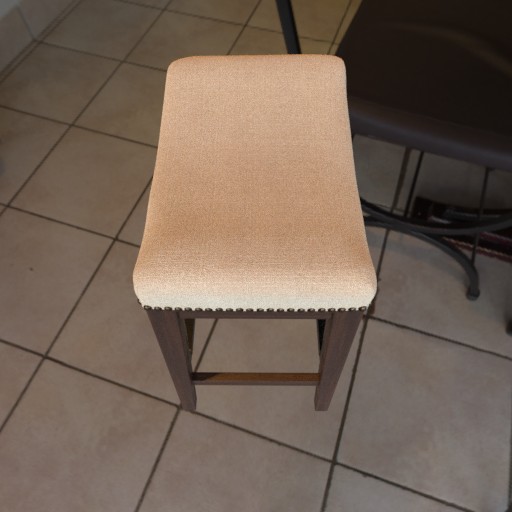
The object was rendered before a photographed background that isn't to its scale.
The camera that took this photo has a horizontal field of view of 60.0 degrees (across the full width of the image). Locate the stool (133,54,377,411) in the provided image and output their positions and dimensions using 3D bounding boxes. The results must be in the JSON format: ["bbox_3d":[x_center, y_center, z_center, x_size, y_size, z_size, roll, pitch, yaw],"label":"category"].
[{"bbox_3d":[0.000,0.000,0.967,0.363,0.669,0.509,0,58,0],"label":"stool"}]
